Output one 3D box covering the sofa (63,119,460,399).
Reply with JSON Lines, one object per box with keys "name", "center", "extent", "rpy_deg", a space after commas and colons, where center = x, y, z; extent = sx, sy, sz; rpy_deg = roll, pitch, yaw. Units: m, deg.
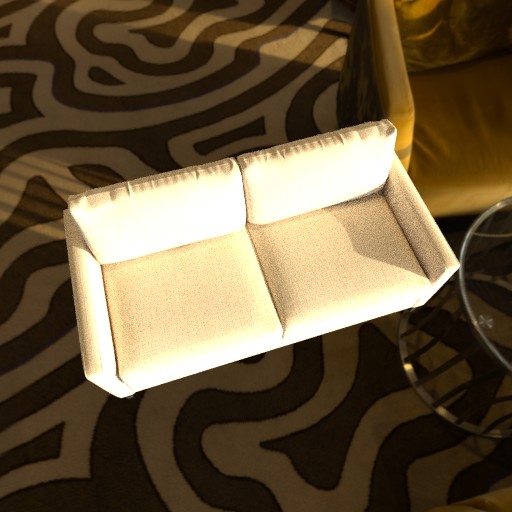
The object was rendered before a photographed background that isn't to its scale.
{"name": "sofa", "center": [0.000, 0.000, 2.127], "extent": [1.651, 0.812, 0.839], "rpy_deg": [-15, 64, -8]}
